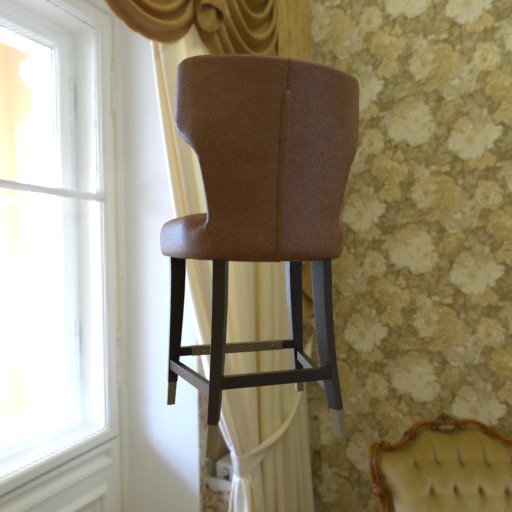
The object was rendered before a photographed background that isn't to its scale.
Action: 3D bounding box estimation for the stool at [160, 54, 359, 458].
[{"bbox_3d":[0.000,0.000,1.330,0.526,0.982,0.563,0,1,-18],"label":"stool"}]
